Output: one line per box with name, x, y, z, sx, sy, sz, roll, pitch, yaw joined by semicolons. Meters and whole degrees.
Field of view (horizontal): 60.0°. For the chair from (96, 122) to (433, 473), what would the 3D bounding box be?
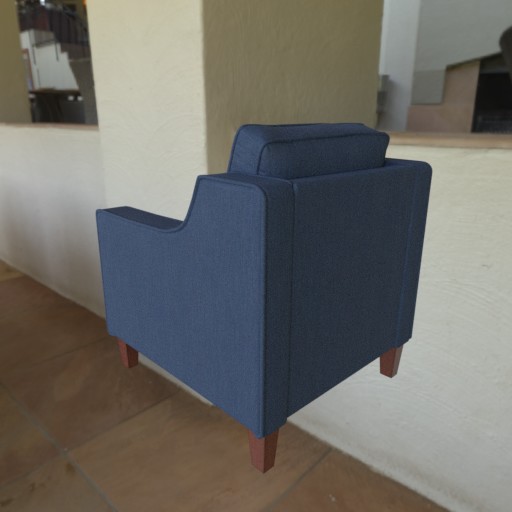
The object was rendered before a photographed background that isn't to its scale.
chair;0.000;0.000;1.665;0.831;0.960;0.909;-16;23;-42
